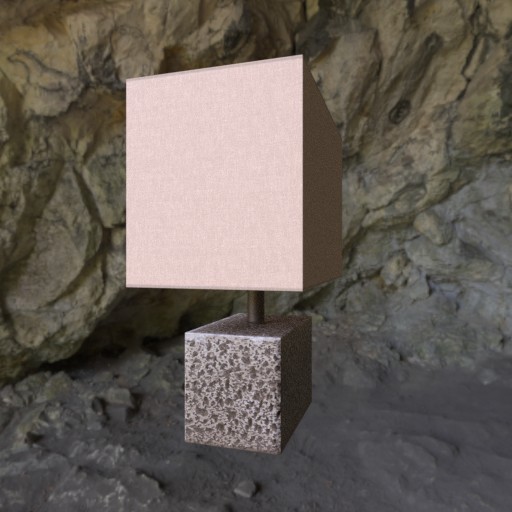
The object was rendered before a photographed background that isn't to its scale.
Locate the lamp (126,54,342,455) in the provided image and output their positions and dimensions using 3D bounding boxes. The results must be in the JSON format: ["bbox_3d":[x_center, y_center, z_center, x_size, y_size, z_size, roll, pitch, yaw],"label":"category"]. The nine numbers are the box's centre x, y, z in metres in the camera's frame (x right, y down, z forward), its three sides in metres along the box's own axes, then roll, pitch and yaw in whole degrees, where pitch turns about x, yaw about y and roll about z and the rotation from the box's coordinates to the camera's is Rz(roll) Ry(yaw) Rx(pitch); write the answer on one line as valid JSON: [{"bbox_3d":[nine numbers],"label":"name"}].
[{"bbox_3d":[0.000,0.000,0.557,0.180,0.411,0.294,0,0,18],"label":"lamp"}]
